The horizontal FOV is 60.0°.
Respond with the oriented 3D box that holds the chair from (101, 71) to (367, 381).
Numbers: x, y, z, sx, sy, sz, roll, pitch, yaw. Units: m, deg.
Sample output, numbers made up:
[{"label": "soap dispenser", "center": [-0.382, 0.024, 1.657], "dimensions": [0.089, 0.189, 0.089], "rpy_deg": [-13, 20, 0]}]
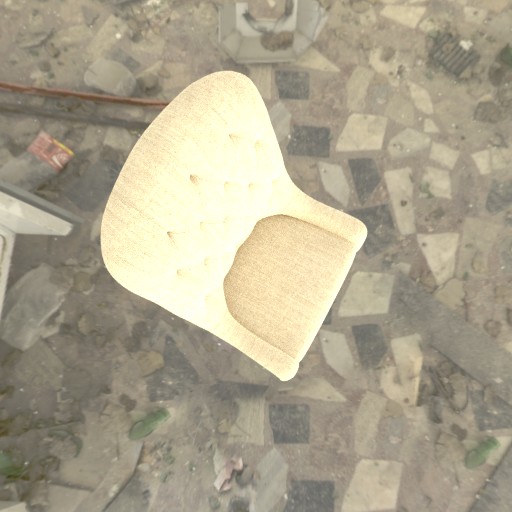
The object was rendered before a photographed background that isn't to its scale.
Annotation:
[{"label": "chair", "center": [0.000, 0.000, 1.510], "dimensions": [0.629, 1.091, 0.634], "rpy_deg": [28, 78, 7]}]
